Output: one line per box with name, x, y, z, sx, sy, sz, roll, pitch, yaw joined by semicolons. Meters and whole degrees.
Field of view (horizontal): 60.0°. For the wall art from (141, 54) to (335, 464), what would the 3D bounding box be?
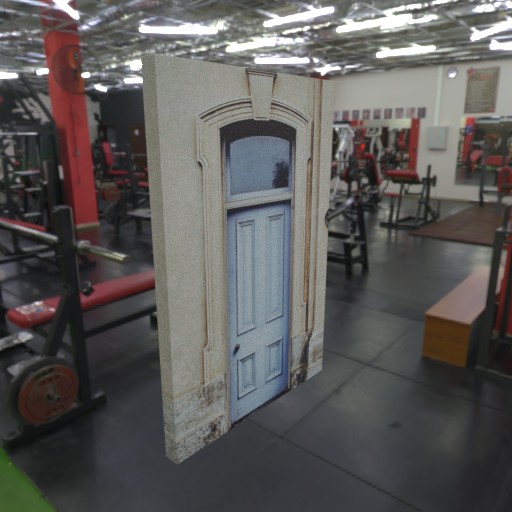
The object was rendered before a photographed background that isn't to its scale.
wall art;0.000;0.000;0.985;0.038;0.764;0.508;14;21;41
